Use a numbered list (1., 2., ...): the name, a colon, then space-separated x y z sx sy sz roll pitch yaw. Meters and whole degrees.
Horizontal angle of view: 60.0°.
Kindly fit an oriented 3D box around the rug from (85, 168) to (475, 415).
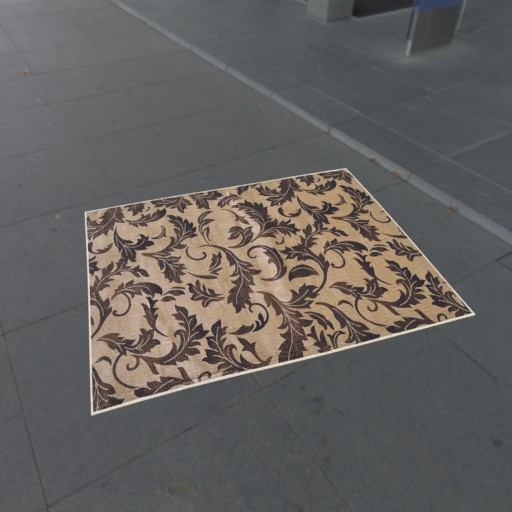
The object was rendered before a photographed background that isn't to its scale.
1. rug: 0.000 0.000 4.066 2.977 0.008 2.380 -12 43 -13
